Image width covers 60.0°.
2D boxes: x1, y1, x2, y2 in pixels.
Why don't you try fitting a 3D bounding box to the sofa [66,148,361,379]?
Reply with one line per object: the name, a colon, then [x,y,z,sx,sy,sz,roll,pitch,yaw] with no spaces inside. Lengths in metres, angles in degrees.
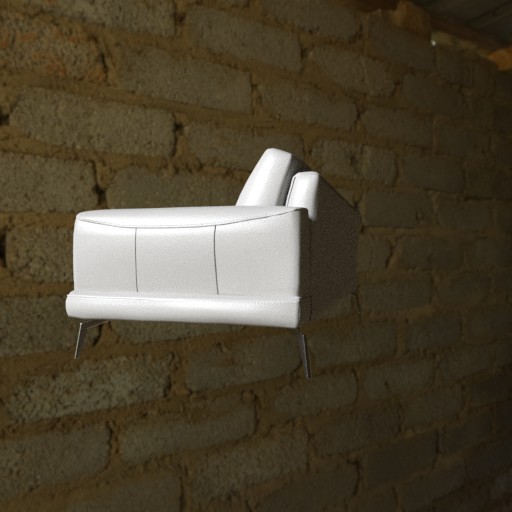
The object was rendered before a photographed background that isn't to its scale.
sofa: [0.000,0.000,2.782,1.121,0.930,2.177,0,0,18]
